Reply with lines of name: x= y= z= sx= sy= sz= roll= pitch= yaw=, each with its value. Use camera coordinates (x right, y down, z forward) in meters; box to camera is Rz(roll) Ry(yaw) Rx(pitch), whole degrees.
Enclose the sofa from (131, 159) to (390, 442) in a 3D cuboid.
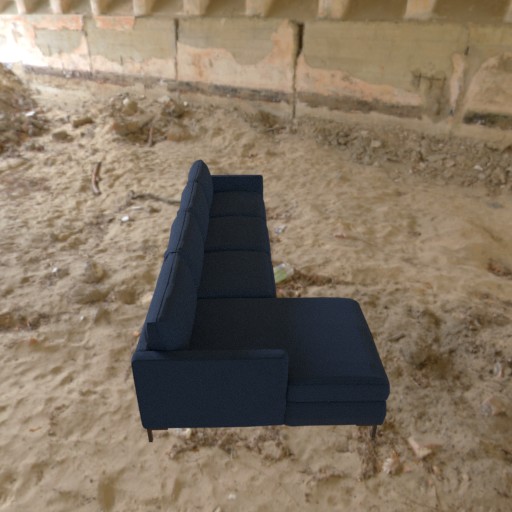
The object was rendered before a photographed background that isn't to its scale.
sofa: x=0.000 y=0.000 z=2.977 sx=1.128 sy=0.679 sz=2.450 roll=-1 pitch=29 yaw=-2
